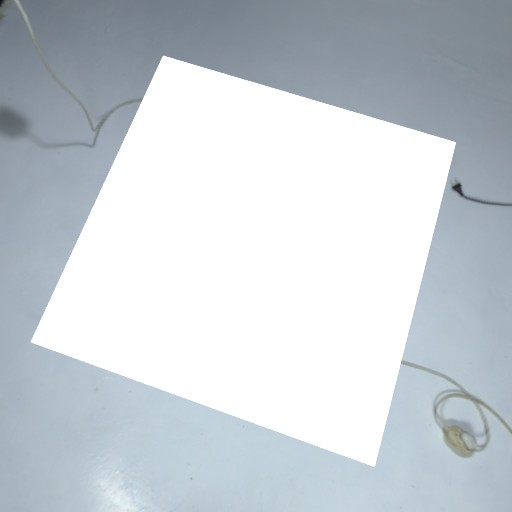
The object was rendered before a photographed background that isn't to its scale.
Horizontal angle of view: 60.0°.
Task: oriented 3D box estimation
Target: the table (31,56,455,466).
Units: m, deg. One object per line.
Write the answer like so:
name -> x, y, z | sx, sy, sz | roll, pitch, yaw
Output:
table -> 0.000, 0.000, 1.040 | 0.670, 0.305, 0.670 | 18, 76, 5
